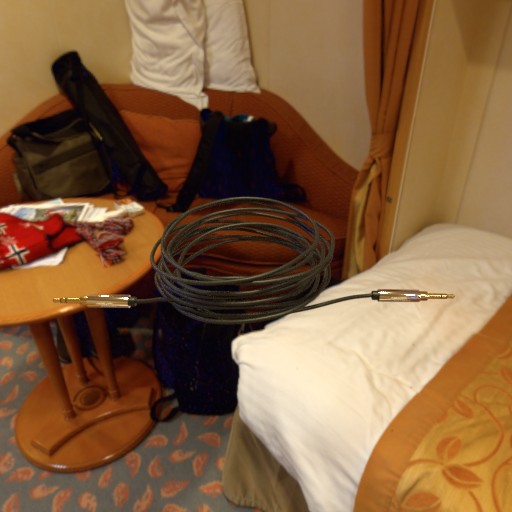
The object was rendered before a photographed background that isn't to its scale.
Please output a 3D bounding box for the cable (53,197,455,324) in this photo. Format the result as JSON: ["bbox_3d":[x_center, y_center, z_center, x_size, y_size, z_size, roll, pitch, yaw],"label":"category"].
[{"bbox_3d":[0.000,0.000,0.502,0.432,0.069,0.198,1,31,1],"label":"cable"}]
